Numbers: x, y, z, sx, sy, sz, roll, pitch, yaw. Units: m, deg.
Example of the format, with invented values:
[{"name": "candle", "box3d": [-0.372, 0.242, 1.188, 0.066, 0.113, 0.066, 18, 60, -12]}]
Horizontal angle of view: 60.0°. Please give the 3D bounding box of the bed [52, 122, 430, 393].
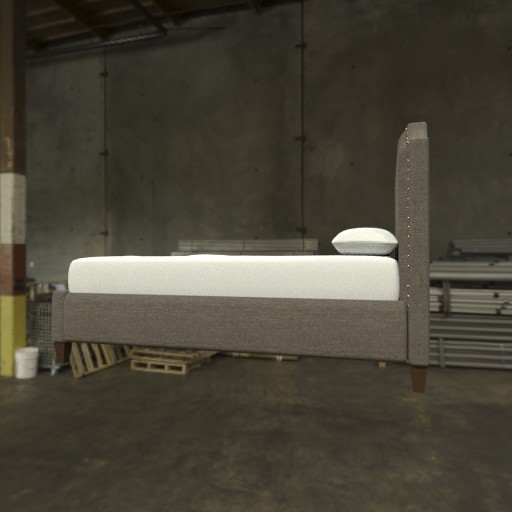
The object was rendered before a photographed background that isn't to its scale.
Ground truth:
[{"name": "bed", "box3d": [0.000, 0.000, 3.441, 2.381, 1.457, 1.713, 0, -1, 17]}]
